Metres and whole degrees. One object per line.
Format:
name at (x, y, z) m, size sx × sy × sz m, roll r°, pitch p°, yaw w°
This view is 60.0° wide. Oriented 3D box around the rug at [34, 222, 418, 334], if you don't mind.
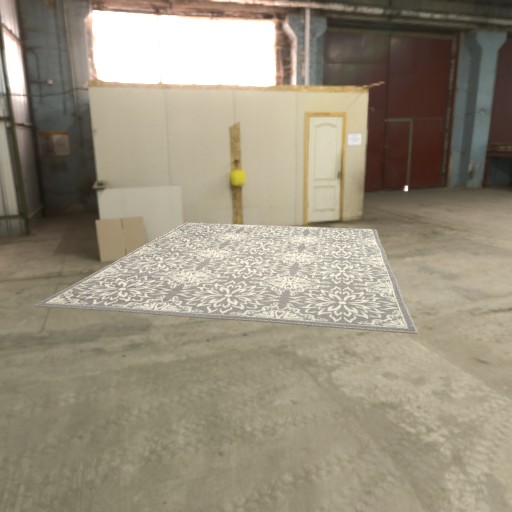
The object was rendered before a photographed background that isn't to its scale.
rug at (0.000, 0.000, 4.065) m, size 2.363 × 0.012 × 2.980 m, roll 3°, pitch 15°, yaw 10°
